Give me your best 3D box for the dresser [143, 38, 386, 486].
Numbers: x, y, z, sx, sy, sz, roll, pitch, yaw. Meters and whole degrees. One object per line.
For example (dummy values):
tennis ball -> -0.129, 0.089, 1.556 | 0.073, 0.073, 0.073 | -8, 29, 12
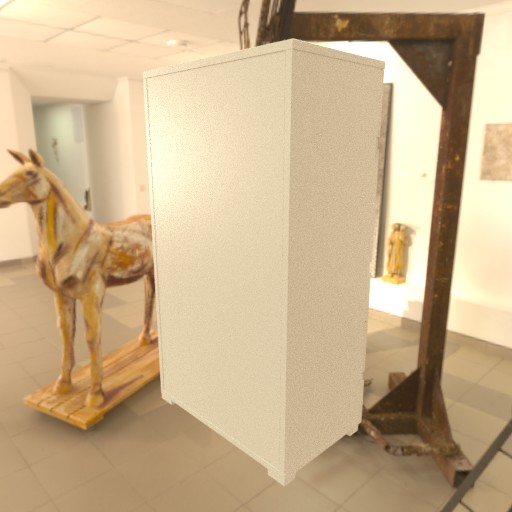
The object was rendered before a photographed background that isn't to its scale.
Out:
dresser -> 0.000, 0.000, 1.498 | 0.400, 1.190, 0.650 | -13, 19, -43
